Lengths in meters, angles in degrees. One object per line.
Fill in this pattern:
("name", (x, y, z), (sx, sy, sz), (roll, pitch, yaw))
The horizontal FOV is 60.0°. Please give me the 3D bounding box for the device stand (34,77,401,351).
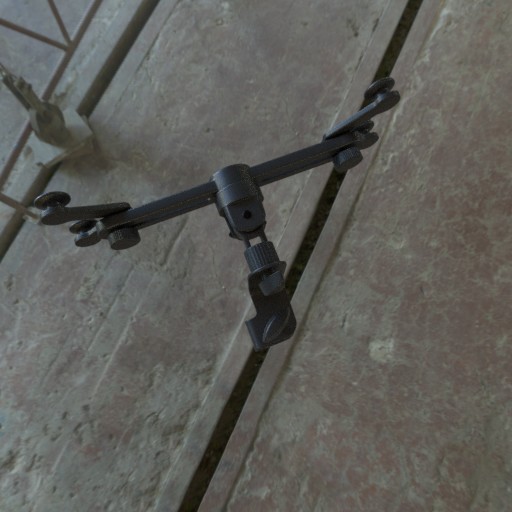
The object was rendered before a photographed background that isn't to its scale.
("device stand", (0.000, 0.000, 0.369), (0.270, 0.166, 0.142), (-20, 77, -5))
